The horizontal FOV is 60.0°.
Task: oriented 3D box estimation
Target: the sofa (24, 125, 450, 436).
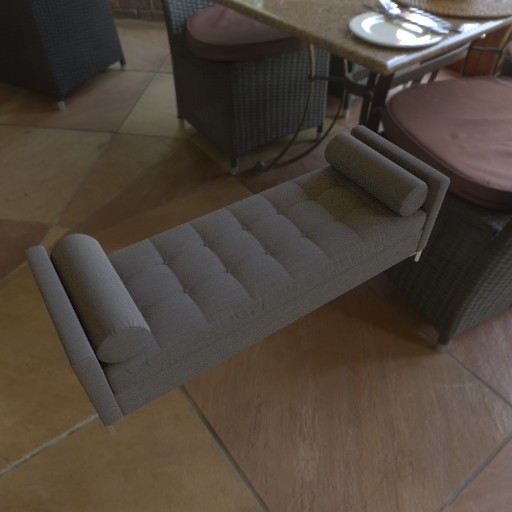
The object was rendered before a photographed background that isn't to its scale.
[{"bbox_3d":[0.000,0.000,2.317,1.981,0.635,0.686,-25,51,-23],"label":"sofa"}]
